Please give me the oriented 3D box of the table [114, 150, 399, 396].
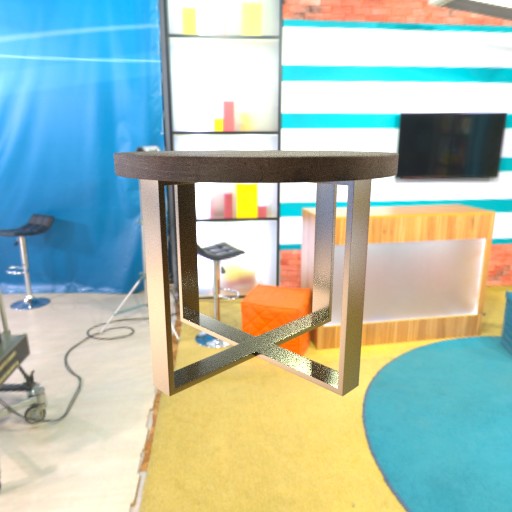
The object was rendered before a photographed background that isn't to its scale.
[{"bbox_3d":[0.000,0.000,0.961,0.557,0.437,0.557,0,14,0],"label":"table"}]
